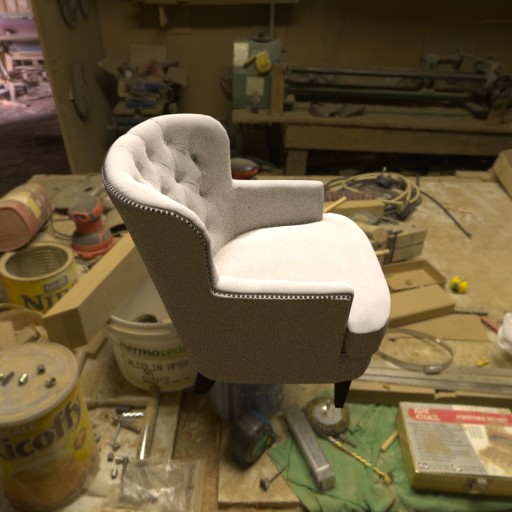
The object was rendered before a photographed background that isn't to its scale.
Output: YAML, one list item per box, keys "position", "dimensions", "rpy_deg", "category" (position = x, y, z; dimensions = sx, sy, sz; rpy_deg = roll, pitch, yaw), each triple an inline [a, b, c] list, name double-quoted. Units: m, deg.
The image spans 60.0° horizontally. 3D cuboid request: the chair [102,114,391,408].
- position: [0.000, 0.000, 1.612]
  dimensions: [0.906, 0.868, 0.848]
  rpy_deg: [0, 33, 1]
  category: "chair"
